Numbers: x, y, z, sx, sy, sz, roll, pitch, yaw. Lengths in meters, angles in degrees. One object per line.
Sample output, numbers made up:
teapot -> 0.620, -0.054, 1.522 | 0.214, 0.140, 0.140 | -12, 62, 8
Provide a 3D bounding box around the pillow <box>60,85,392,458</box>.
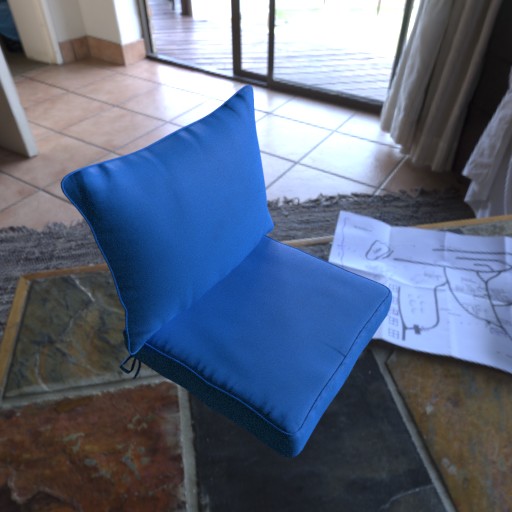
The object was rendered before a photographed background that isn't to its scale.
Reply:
pillow -> 0.000, 0.000, 1.360 | 0.733, 0.725, 0.798 | 24, 46, 26
